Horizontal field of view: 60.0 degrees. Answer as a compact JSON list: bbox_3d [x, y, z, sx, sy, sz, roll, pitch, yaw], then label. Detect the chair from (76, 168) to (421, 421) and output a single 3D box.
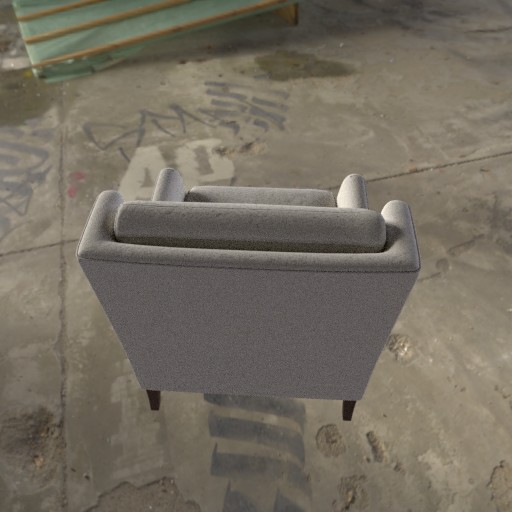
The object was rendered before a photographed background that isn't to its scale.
[{"bbox_3d":[0.000,0.000,1.877,0.982,1.056,1.040,2,46,2],"label":"chair"}]
